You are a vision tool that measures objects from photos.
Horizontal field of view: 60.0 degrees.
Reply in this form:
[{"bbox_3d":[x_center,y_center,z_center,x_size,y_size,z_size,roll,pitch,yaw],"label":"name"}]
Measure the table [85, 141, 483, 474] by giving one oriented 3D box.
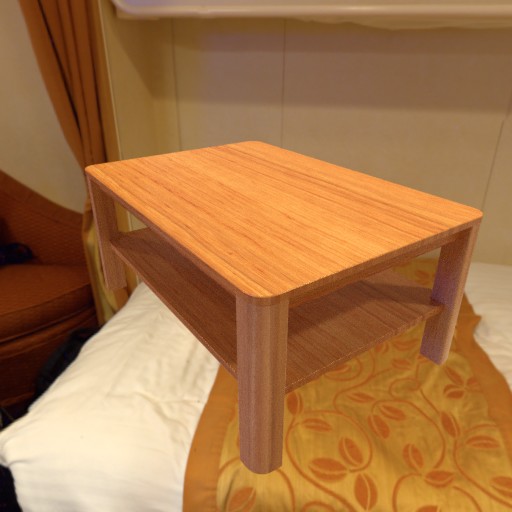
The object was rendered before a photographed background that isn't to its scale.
[{"bbox_3d":[0.000,0.000,1.366,0.696,0.445,0.997,-18,32,-31],"label":"table"}]
